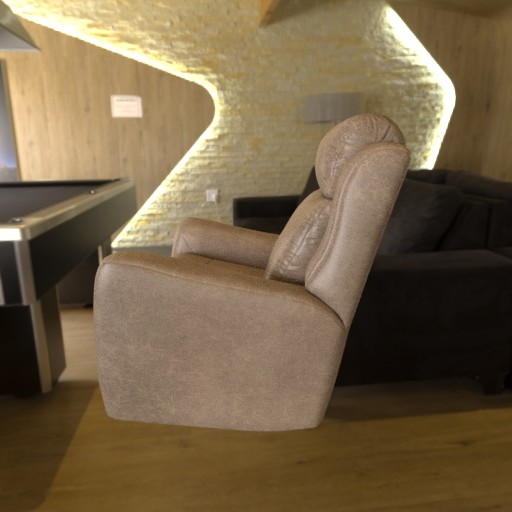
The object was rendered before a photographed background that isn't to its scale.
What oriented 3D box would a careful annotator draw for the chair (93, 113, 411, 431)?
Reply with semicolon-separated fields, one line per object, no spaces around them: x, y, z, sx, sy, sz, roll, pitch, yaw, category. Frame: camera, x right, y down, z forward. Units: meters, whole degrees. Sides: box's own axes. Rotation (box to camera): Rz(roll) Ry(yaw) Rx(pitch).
0.000;0.000;1.888;1.068;1.116;0.965;2;14;8;chair
